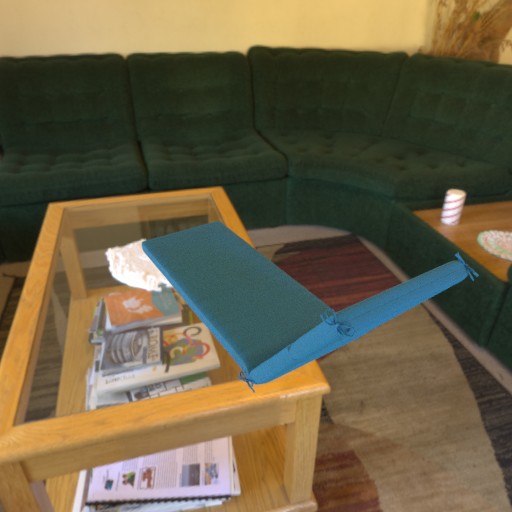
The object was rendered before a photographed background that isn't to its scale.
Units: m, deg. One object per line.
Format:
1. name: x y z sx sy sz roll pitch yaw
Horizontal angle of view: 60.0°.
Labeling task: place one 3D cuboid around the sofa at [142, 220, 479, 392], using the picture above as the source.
1. sofa: 0.000 0.000 1.945 0.582 0.622 1.663 -18 36 -28
